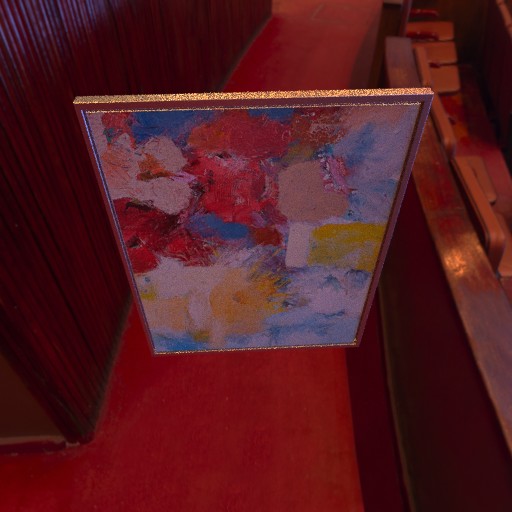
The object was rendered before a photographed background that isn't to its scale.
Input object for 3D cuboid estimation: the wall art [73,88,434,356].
[{"bbox_3d":[0.000,0.000,1.384,0.816,1.046,0.030,-2,46,-2],"label":"wall art"}]
